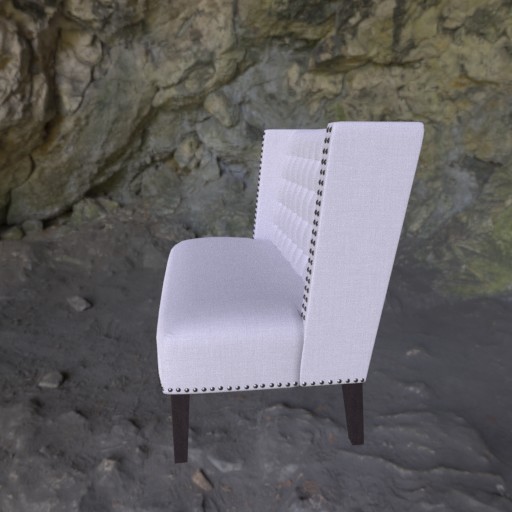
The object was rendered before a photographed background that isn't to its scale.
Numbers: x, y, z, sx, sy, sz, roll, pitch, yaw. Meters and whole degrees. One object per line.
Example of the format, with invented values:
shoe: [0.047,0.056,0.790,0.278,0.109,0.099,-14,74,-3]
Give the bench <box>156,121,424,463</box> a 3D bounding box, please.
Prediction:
bench: [0.000,0.000,2.005,0.847,1.123,1.280,-2,15,-8]
